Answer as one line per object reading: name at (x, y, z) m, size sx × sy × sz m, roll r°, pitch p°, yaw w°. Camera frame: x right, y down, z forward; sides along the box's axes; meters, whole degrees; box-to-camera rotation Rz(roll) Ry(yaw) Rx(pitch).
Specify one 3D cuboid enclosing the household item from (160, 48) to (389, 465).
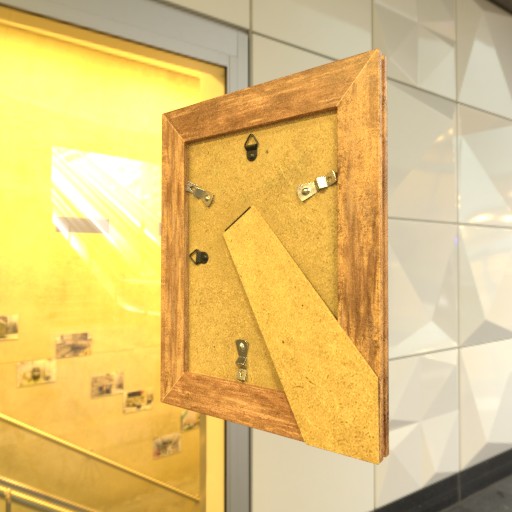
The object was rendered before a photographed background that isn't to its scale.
household item at (0.000, 0.000, 0.314) m, size 0.186 × 0.237 × 0.018 m, roll -1°, pitch -1°, yaw 37°
